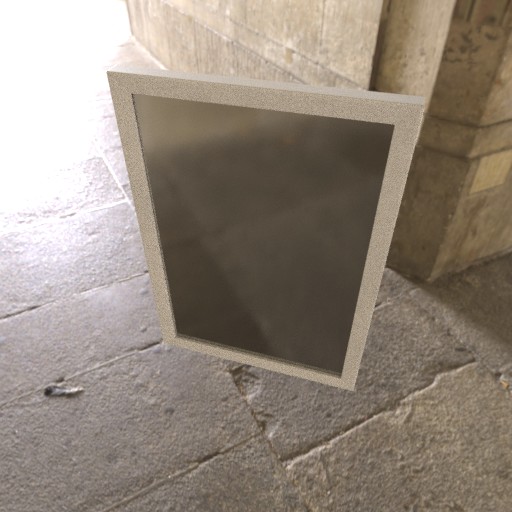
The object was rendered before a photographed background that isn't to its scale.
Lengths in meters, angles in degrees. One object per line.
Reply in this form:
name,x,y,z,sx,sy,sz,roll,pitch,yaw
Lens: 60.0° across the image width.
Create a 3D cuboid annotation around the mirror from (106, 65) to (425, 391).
mirror,0.000,0.000,0.922,0.507,0.710,0.040,11,42,13
